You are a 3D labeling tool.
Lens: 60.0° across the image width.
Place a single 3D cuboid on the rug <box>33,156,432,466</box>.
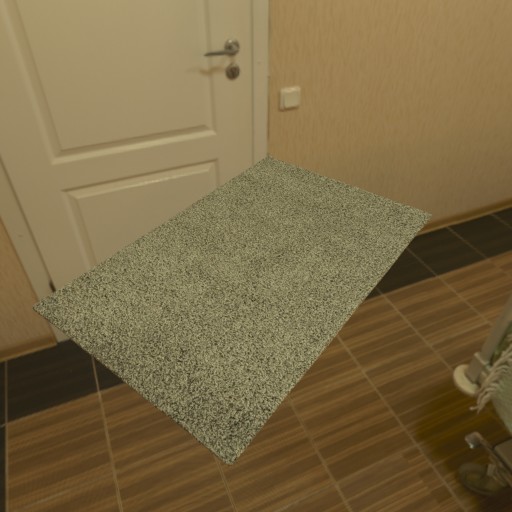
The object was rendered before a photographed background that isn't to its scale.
[{"bbox_3d":[0.000,0.000,3.453,1.778,0.030,2.743,26,47,28],"label":"rug"}]
